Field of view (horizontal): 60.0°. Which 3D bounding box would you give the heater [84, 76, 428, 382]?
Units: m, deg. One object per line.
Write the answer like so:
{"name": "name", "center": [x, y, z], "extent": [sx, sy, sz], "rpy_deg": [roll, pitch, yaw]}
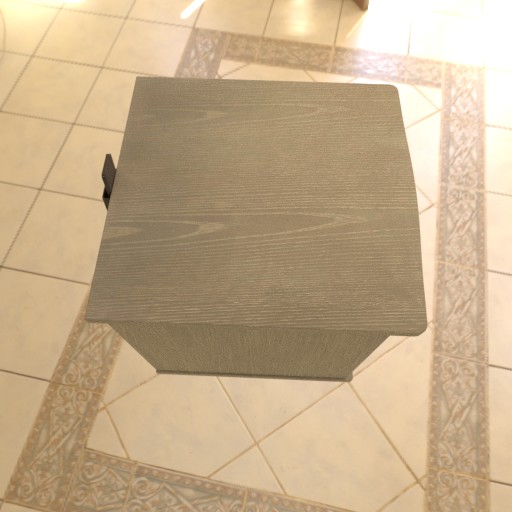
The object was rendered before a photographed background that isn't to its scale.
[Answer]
{"name": "heater", "center": [0.000, 0.000, 0.741], "extent": [0.400, 0.481, 0.362], "rpy_deg": [2, 65, 1]}
